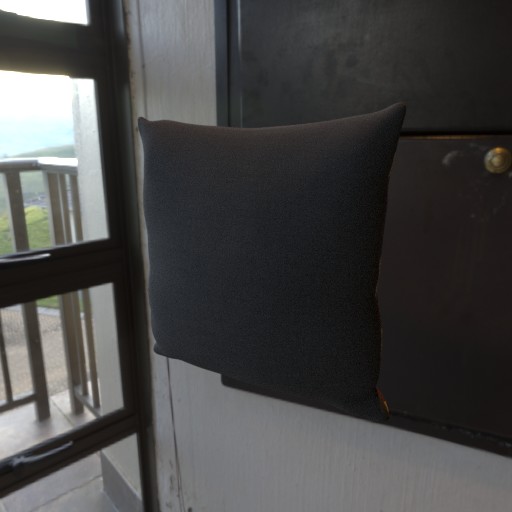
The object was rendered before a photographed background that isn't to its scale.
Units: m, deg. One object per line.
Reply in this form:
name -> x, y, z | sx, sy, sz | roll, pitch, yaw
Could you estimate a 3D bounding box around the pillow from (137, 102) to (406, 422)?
pillow -> 0.000, 0.000, 0.783 | 0.503, 0.496, 0.208 | 8, 17, 29
